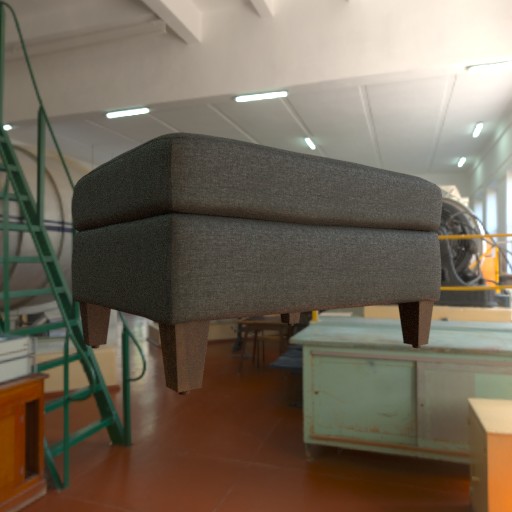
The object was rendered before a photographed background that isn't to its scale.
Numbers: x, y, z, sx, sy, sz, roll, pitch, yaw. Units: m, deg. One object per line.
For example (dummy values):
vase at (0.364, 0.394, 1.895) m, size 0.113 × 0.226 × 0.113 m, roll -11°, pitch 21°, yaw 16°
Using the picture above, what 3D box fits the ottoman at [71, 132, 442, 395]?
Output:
ottoman at (0.000, 0.000, 1.200) m, size 0.826 × 0.496 × 0.639 m, roll 1°, pitch -1°, yaw -37°
